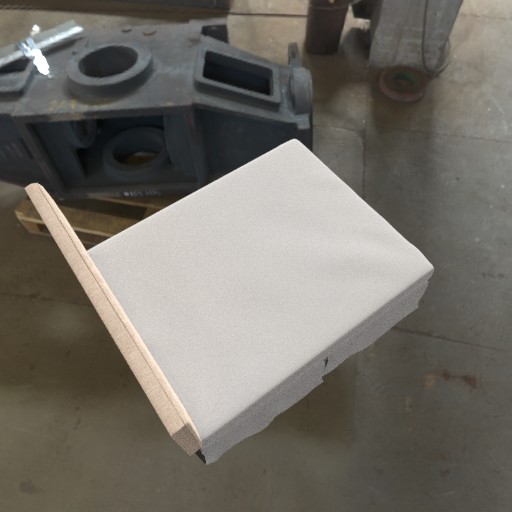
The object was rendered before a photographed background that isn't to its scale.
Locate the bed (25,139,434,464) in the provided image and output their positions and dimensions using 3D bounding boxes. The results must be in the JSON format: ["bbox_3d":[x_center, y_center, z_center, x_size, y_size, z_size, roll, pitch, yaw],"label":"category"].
[{"bbox_3d":[0.000,0.000,2.926,1.978,1.270,1.643,-32,64,-18],"label":"bed"}]
